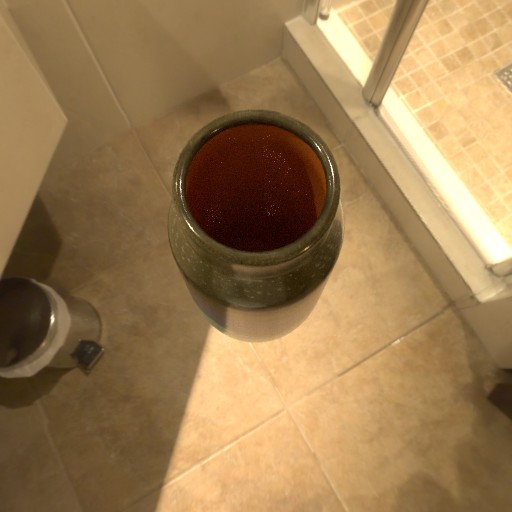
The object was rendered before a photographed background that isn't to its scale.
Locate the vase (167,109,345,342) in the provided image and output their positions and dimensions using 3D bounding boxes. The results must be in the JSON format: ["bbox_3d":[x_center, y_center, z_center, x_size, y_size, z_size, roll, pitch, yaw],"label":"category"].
[{"bbox_3d":[0.000,0.000,0.391,0.139,0.313,0.139,0,75,0],"label":"vase"}]
